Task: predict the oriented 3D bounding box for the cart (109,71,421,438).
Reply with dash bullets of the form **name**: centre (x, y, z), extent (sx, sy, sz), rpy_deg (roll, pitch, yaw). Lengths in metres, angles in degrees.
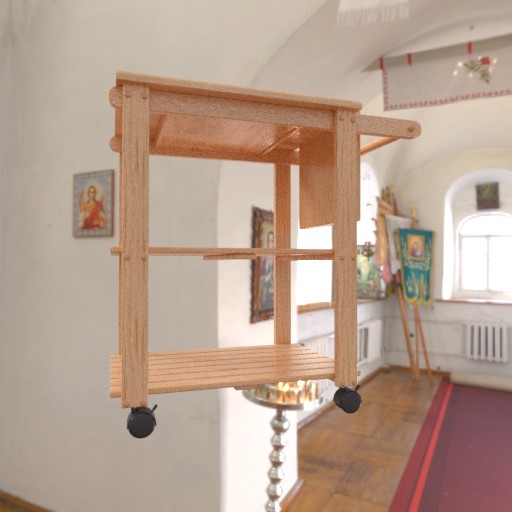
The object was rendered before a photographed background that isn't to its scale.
- **cart**: centre (0.000, 0.000, 1.333), extent (0.843, 0.816, 0.520), rpy_deg (0, -1, -18)
